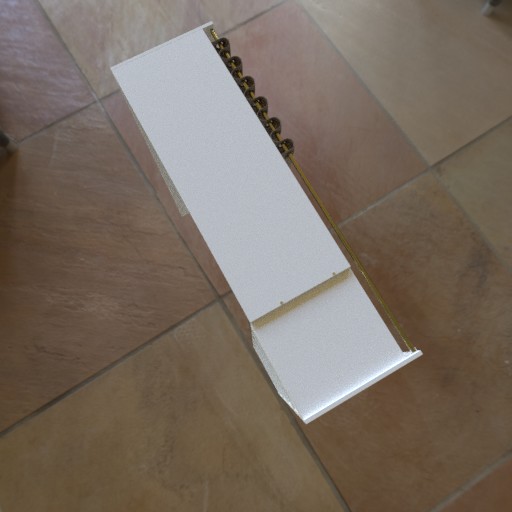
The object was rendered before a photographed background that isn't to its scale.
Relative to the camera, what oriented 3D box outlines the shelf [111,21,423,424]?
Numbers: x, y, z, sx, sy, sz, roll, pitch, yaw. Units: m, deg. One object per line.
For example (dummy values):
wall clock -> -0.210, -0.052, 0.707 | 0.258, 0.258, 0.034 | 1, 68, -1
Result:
shelf -> 0.000, 0.000, 2.583 | 0.500, 1.820, 1.600 | -28, 77, -7
